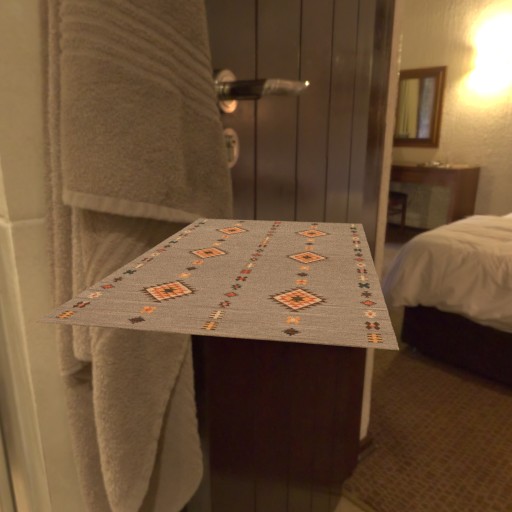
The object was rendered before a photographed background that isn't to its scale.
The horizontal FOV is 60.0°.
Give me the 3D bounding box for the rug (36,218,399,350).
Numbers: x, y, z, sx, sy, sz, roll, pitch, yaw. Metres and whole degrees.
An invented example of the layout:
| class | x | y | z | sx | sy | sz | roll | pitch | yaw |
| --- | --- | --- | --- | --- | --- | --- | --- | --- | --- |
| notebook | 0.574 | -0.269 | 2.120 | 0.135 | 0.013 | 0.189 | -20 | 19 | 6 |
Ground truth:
| class | x | y | z | sx | sy | sz | roll | pitch | yaw |
| --- | --- | --- | --- | --- | --- | --- | --- | --- | --- |
| rug | 0.000 | 0.000 | 2.949 | 1.515 | 0.007 | 2.427 | 3 | 16 | 9 |
